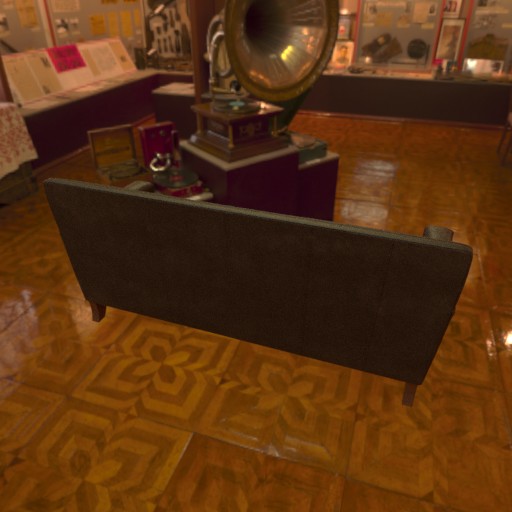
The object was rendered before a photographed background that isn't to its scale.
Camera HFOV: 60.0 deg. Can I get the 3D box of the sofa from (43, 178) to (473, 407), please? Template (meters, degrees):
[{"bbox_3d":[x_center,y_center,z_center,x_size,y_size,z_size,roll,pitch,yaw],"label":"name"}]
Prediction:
[{"bbox_3d":[0.000,0.000,2.518,2.053,0.947,0.805,11,33,17],"label":"sofa"}]
